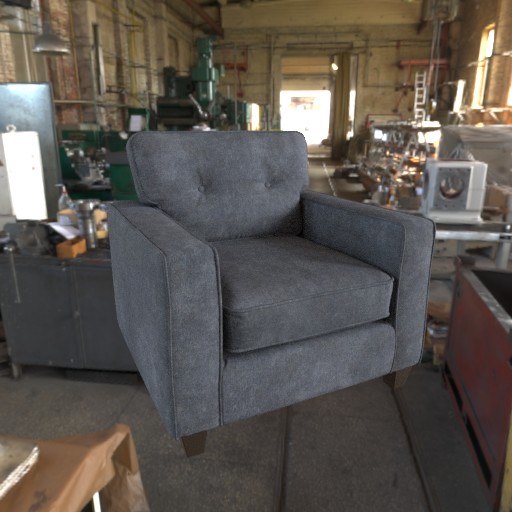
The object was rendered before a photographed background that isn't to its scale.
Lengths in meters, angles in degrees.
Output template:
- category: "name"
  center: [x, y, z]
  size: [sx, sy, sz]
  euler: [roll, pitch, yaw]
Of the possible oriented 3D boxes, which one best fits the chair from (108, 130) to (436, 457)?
- category: "chair"
  center: [0.000, 0.000, 1.782]
  size: [1.015, 0.965, 0.939]
  euler: [-8, 18, -25]
